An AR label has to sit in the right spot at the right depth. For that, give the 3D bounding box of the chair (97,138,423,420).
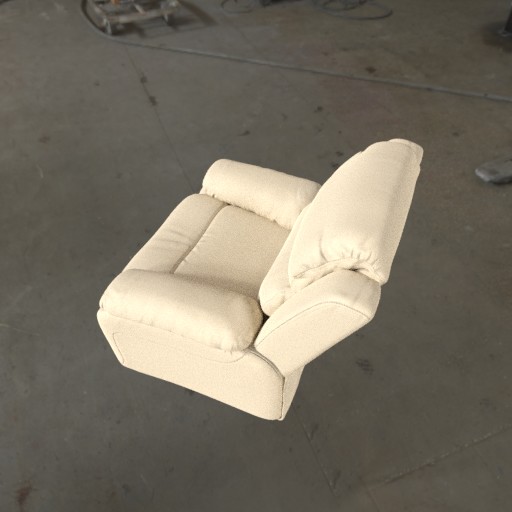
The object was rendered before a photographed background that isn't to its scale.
[{"bbox_3d":[0.000,0.000,1.248,0.709,0.702,0.680,17,49,16],"label":"chair"}]
